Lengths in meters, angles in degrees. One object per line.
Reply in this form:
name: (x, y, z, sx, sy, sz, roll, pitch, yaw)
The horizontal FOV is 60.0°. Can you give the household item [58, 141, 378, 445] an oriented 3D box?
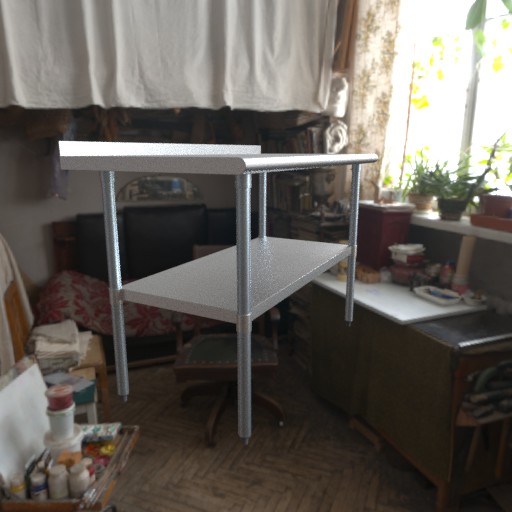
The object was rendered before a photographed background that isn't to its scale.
household item: (0.000, 0.000, 1.728, 0.610, 0.851, 1.219, 7, 15, 28)
